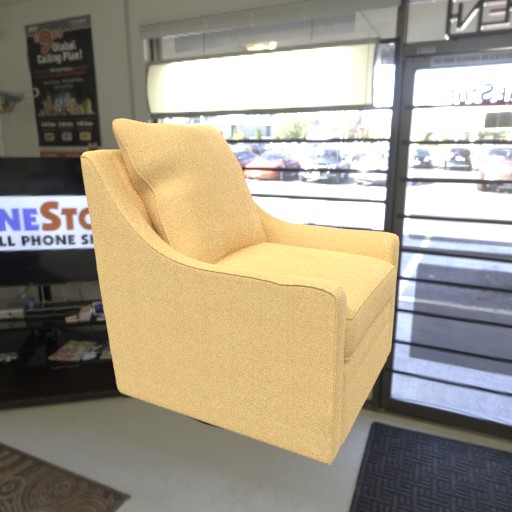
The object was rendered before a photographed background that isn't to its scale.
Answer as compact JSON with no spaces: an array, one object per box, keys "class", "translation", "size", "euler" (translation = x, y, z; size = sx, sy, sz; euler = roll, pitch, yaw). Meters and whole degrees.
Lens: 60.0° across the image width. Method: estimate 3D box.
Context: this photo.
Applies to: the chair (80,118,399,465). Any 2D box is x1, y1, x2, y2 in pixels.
[{"class":"chair","translation":[0.000,0.000,1.571],"size":[0.876,0.927,0.760],"euler":[8,16,27]}]
